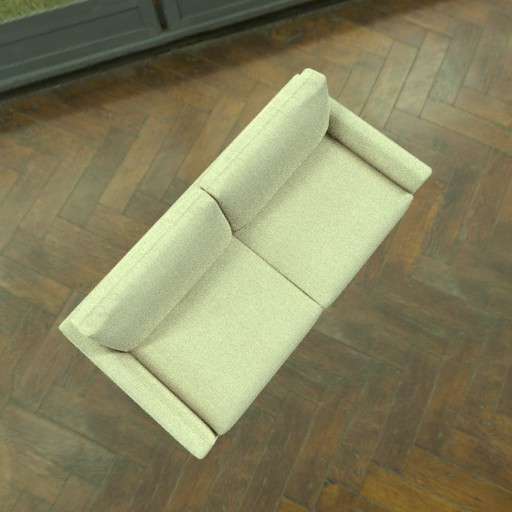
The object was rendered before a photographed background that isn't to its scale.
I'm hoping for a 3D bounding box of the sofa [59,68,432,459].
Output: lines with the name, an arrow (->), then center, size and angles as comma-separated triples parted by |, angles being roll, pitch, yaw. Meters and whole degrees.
sofa -> 0.000, 0.000, 2.114 | 0.839, 0.812, 1.651 | 39, 79, 9
